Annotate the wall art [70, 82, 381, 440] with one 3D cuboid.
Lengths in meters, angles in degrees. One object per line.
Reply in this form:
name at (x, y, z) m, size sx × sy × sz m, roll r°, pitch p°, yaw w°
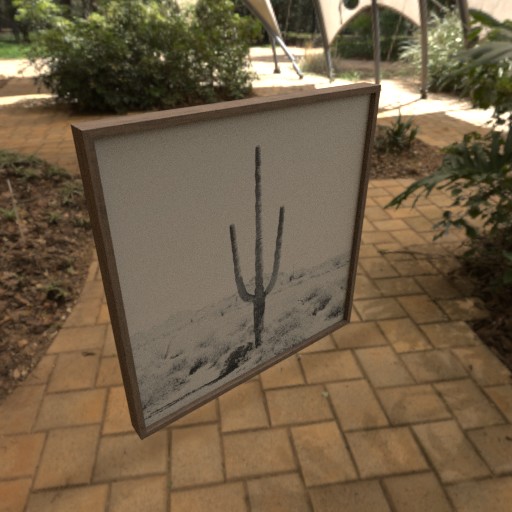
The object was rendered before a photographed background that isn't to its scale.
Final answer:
wall art at (0.000, 0.000, 0.755) m, size 0.508 × 0.508 × 0.038 m, roll -21°, pitch 36°, yaw -32°
